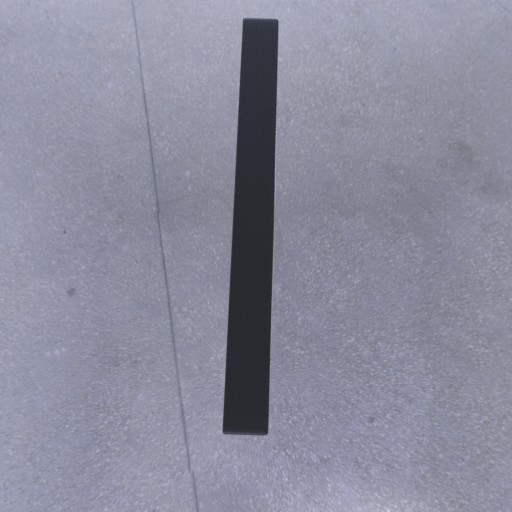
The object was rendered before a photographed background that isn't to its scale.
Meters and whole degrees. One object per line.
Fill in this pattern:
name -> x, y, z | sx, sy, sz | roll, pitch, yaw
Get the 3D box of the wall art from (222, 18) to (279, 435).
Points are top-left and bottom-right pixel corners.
wall art -> 0.000, 0.000, 0.604 | 0.041, 0.407, 0.406 | 2, 75, 0
